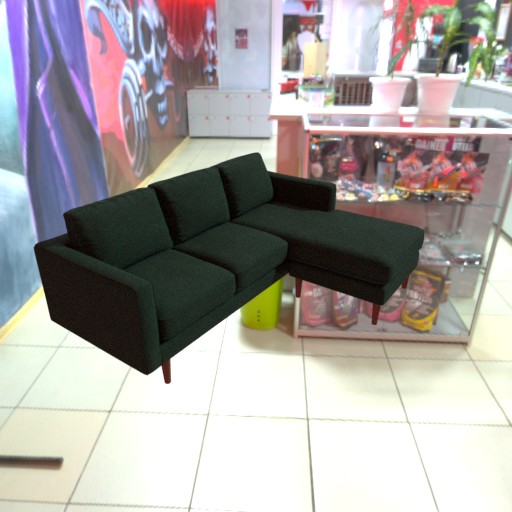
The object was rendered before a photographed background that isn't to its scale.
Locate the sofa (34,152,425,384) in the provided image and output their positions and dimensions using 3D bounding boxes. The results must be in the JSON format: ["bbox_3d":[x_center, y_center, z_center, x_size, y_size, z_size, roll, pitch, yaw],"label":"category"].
[{"bbox_3d":[0.000,0.000,2.867,1.580,0.899,2.030,18,31,32],"label":"sofa"}]
